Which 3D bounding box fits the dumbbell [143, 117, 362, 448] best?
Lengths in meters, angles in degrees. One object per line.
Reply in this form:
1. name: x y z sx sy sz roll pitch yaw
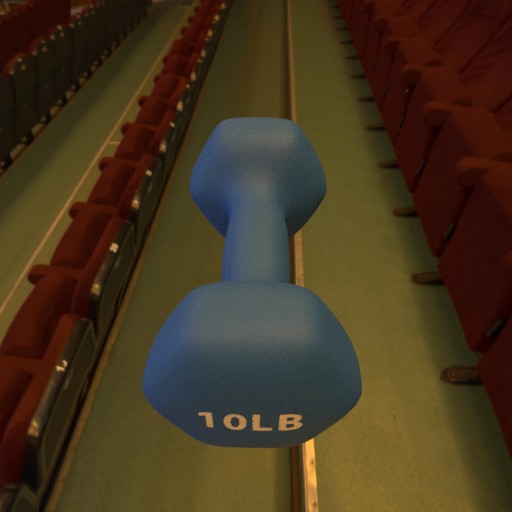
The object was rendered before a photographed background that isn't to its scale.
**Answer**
1. dumbbell: 0.000 0.000 0.269 0.103 0.093 0.212 1 42 1
